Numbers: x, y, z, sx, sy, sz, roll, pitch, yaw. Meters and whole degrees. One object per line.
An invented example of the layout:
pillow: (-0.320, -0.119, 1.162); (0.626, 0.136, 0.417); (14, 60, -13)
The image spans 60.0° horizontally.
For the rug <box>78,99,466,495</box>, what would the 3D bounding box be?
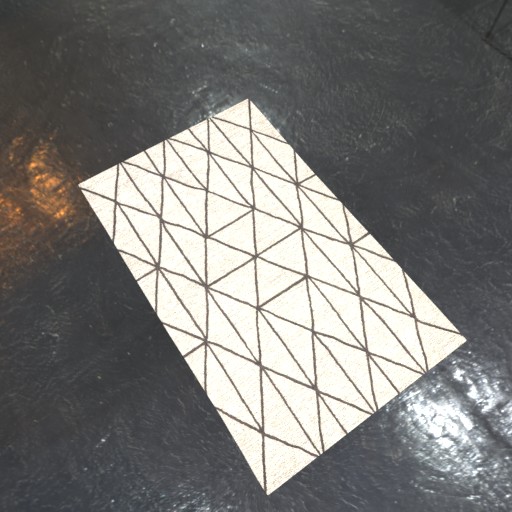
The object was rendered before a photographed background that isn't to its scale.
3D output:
rug: (0.000, 0.000, 3.041); (1.526, 0.008, 2.465); (-31, 68, -14)
